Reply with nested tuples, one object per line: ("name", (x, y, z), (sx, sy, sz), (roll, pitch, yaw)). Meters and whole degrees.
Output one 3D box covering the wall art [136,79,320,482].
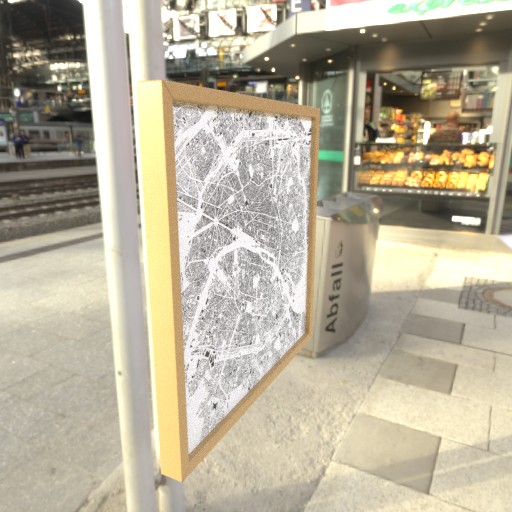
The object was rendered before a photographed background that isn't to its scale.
("wall art", (0.000, 0.000, 0.760), (0.036, 0.509, 0.509), (7, 16, 26))
